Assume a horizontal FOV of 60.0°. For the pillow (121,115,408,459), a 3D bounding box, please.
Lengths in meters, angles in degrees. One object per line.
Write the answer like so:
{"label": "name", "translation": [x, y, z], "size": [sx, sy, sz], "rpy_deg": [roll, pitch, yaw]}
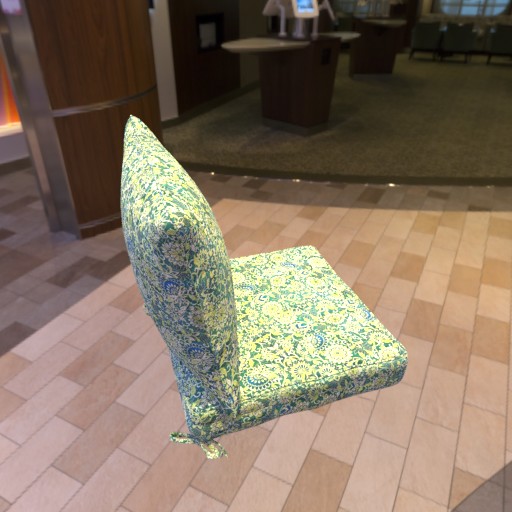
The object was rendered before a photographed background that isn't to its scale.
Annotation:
{"label": "pillow", "translation": [0.000, 0.000, 1.347], "size": [0.740, 0.722, 0.798], "rpy_deg": [-10, 33, -16]}
